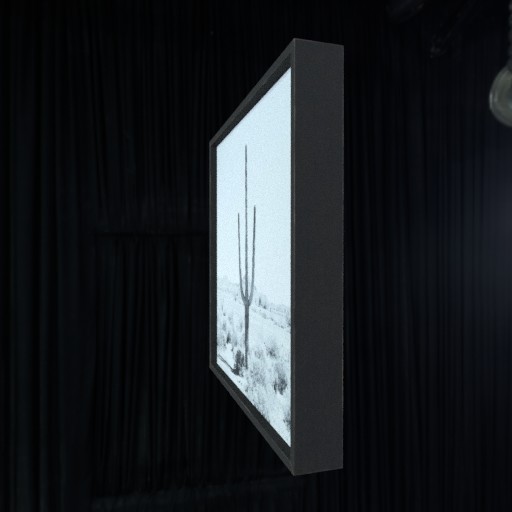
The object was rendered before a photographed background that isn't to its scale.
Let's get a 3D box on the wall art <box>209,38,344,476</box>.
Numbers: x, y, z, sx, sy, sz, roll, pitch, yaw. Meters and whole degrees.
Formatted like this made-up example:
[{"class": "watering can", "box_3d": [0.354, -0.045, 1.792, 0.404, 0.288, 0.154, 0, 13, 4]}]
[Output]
[{"class": "wall art", "box_3d": [0.000, 0.000, 0.460, 0.038, 0.305, 0.305, 0, 1, -17]}]
